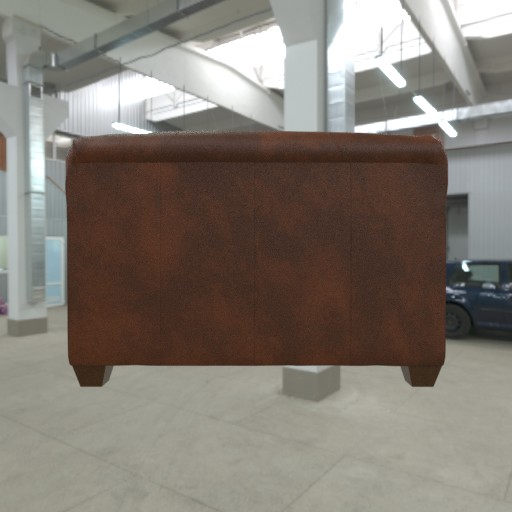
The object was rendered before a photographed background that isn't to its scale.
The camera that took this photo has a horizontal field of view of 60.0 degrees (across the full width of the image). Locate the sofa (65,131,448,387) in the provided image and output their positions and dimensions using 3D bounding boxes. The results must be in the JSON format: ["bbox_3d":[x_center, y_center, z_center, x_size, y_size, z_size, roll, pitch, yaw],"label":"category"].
[{"bbox_3d":[0.000,0.000,2.073,1.413,0.956,1.000,0,1,0],"label":"sofa"}]
